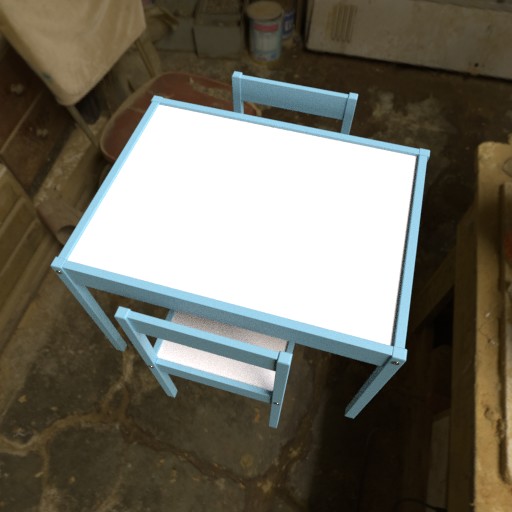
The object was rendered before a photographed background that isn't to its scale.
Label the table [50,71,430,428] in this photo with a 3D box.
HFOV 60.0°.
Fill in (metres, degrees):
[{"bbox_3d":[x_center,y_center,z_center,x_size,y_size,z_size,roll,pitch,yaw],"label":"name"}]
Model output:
[{"bbox_3d":[0.000,0.000,1.049,0.639,0.503,0.633,14,60,8],"label":"table"}]
